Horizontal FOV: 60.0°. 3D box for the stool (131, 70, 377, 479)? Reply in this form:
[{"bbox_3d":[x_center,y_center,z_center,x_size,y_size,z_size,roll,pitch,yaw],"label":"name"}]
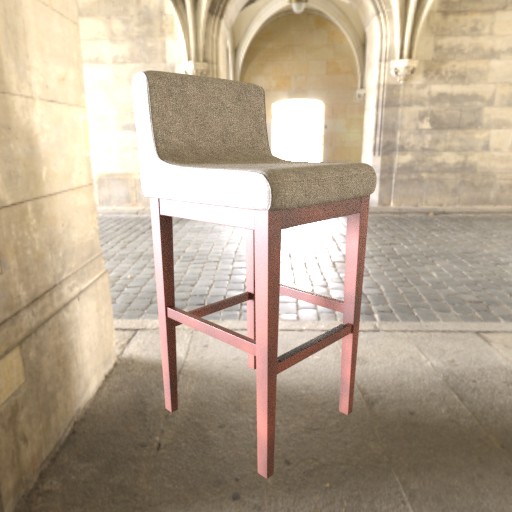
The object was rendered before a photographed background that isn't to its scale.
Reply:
[{"bbox_3d":[0.000,0.000,1.229,0.499,0.965,0.426,14,20,42],"label":"stool"}]
